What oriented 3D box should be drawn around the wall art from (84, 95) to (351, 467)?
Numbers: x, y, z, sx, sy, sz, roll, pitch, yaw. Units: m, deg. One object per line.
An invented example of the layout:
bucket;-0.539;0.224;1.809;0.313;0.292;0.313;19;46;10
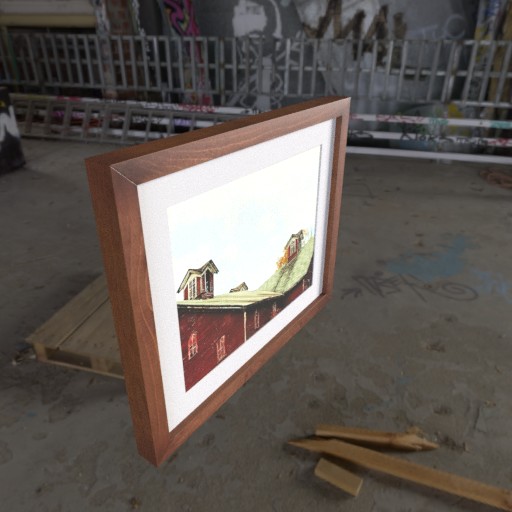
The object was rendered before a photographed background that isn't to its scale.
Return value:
wall art;0.000;0.000;0.546;0.030;0.328;0.401;19;33;31
